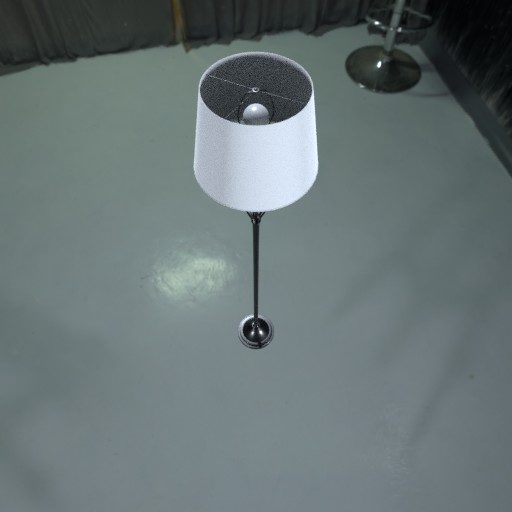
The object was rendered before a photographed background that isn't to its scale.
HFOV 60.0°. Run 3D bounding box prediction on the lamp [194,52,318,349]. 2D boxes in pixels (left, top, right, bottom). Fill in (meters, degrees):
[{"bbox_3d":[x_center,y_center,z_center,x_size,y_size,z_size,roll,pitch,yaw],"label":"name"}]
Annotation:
[{"bbox_3d":[0.000,0.000,1.809,0.379,1.623,0.379,0,58,0],"label":"lamp"}]
